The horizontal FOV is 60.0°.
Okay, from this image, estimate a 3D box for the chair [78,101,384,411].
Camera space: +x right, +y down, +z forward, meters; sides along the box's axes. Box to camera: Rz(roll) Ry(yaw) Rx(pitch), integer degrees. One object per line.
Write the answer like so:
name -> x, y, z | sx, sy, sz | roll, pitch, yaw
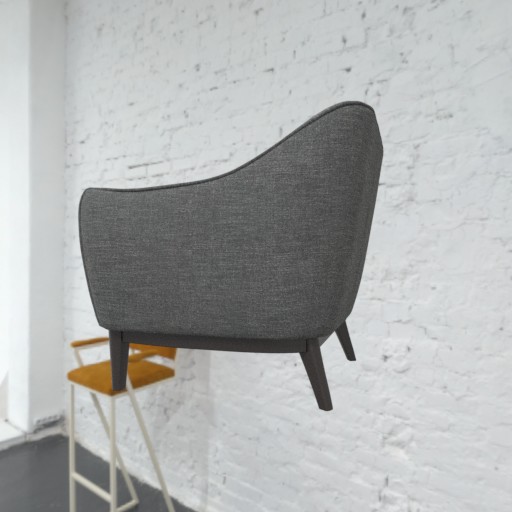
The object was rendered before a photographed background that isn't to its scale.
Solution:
chair -> 0.000, 0.000, 1.573 | 0.851, 0.829, 0.870 | 0, 1, 19
